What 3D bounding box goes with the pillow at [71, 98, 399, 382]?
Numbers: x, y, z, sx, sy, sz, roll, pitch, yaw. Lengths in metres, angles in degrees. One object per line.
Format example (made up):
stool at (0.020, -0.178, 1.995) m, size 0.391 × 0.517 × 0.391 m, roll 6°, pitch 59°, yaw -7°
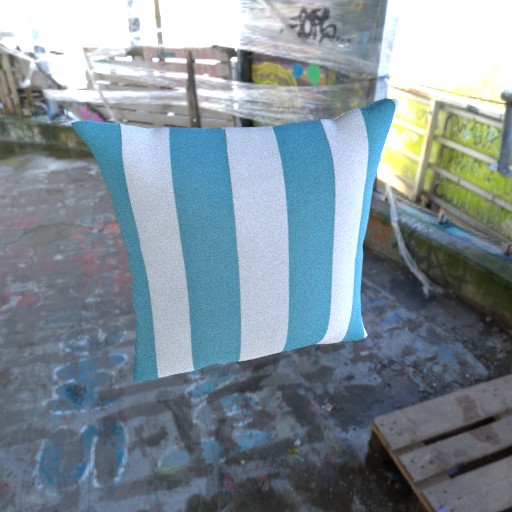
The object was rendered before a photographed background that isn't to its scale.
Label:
pillow at (0.000, 0.000, 0.814) m, size 0.536 × 0.526 × 0.189 m, roll -9°, pitch 32°, yaw -15°
